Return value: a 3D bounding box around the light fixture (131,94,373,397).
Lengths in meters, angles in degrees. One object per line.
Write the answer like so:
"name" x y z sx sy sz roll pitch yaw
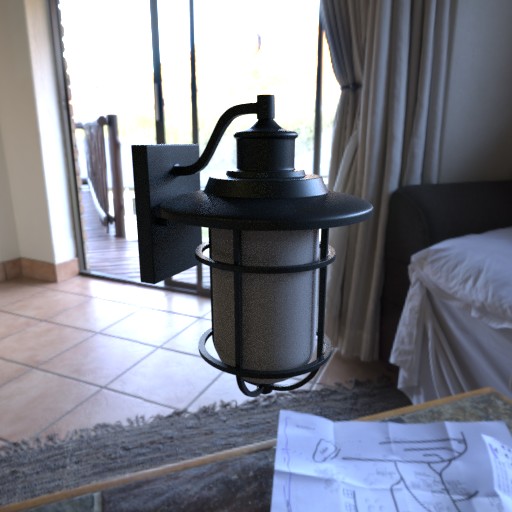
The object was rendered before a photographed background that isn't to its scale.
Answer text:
"light fixture" 0.000 0.000 0.504 0.252 0.345 0.222 7 16 25
